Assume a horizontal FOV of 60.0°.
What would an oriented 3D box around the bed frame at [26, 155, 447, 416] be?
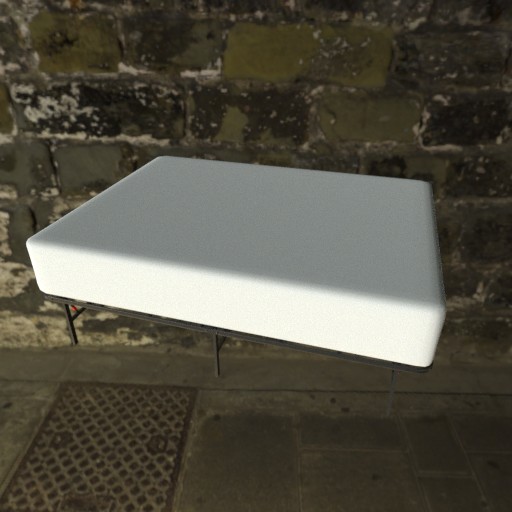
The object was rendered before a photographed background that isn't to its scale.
[{"bbox_3d":[0.000,0.000,2.772,2.037,0.677,1.528,9,31,14],"label":"bed frame"}]
